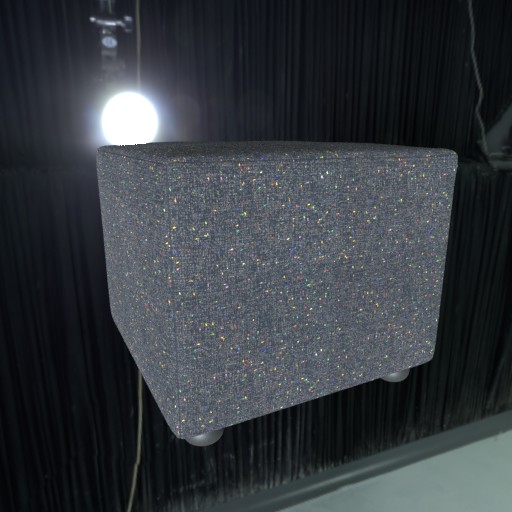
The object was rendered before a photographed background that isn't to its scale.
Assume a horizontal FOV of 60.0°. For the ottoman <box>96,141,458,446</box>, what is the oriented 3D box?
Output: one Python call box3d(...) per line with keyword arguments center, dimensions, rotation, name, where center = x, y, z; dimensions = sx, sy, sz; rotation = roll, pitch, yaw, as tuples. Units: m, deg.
box3d(center=(0.000, 0.000, 0.867), dimensions=(0.508, 0.432, 0.508), rotation=(-8, 17, -26), name="ottoman")
